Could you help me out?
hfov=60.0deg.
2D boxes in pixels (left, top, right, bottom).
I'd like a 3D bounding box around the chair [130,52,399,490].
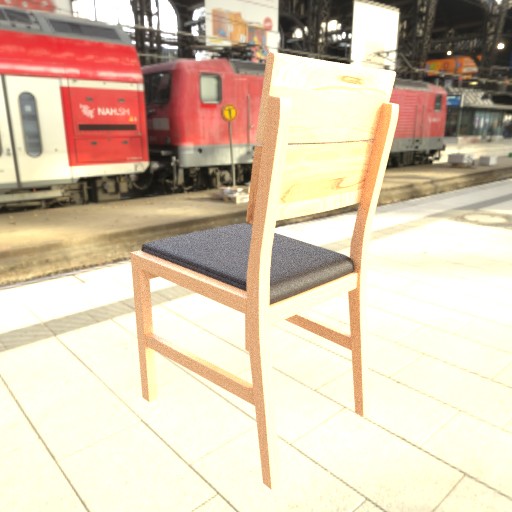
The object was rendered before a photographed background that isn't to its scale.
[{"bbox_3d":[0.000,0.000,1.237,0.475,0.950,0.560,-15,23,-42],"label":"chair"}]
